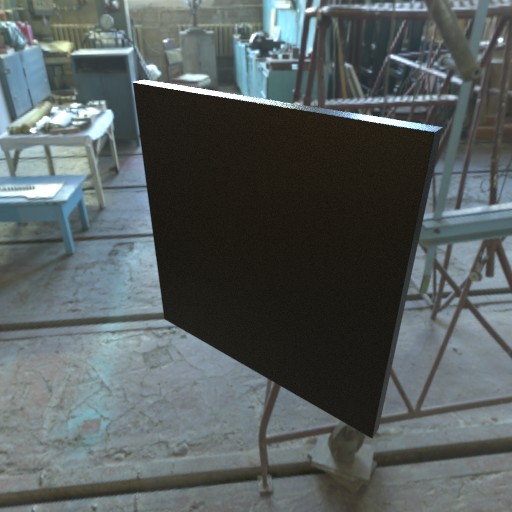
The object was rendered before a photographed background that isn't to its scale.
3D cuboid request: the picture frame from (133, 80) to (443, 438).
[{"bbox_3d":[0.000,0.000,0.823,0.559,0.557,0.029,22,37,32],"label":"picture frame"}]
